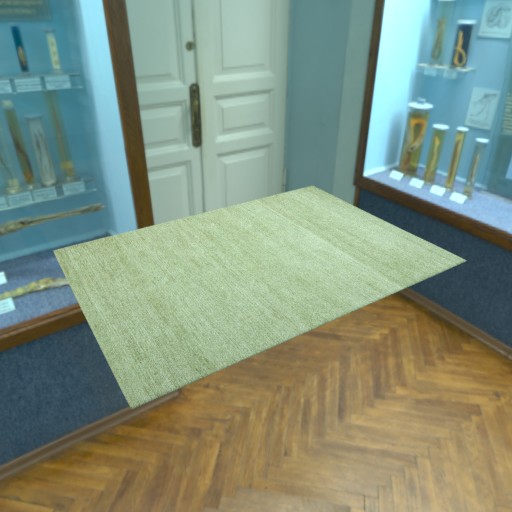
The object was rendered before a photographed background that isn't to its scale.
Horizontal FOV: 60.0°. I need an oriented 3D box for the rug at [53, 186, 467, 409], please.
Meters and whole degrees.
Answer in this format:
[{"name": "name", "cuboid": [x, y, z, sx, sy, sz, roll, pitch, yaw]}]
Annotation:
[{"name": "rug", "cuboid": [0.000, 0.000, 2.975, 2.270, 0.017, 1.606, -18, 35, -28]}]
